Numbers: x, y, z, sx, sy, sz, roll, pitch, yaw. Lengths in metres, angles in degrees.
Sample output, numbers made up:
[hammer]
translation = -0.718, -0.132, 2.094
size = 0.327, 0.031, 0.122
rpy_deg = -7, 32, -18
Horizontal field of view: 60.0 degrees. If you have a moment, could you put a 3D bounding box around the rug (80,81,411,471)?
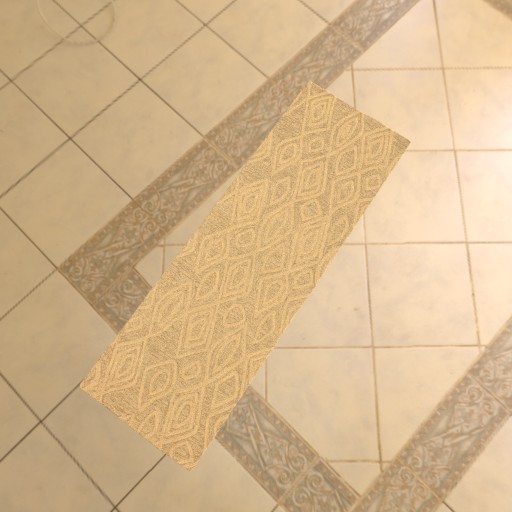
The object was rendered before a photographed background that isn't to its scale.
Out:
[rug]
translation = 0.000, 0.000, 2.724
size = 0.807, 0.013, 2.436
rpy_deg = 34, 79, 8
